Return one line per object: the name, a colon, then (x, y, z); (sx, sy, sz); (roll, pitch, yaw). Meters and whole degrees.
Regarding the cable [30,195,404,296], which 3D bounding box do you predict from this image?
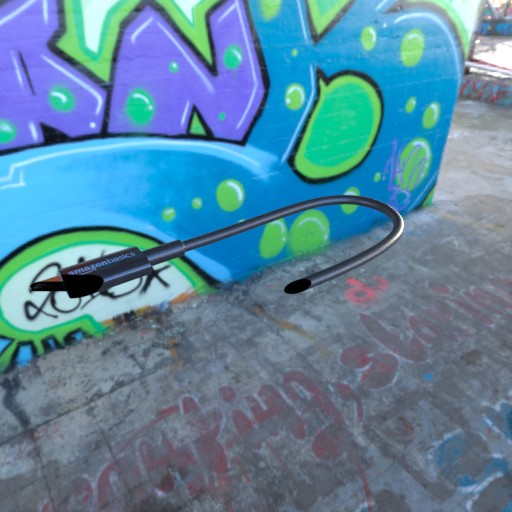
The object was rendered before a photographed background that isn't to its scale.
cable: (0.000, 0.000, 0.111); (0.098, 0.006, 0.040); (-21, 37, -30)
